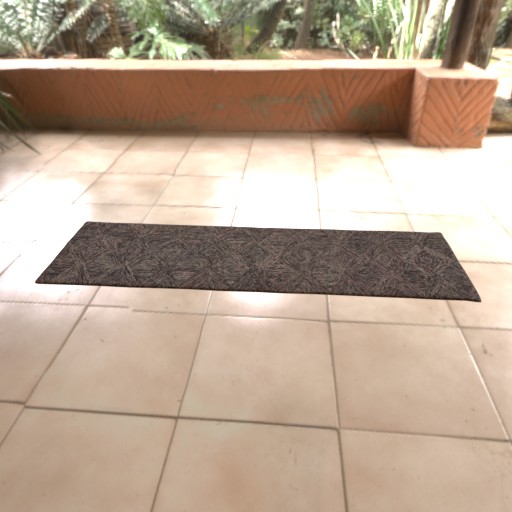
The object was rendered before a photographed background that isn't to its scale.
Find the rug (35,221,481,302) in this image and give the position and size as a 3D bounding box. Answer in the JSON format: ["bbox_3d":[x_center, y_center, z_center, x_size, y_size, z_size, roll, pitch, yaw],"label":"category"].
[{"bbox_3d":[0.000,0.000,2.564,2.305,0.013,0.719,2,32,3],"label":"rug"}]
